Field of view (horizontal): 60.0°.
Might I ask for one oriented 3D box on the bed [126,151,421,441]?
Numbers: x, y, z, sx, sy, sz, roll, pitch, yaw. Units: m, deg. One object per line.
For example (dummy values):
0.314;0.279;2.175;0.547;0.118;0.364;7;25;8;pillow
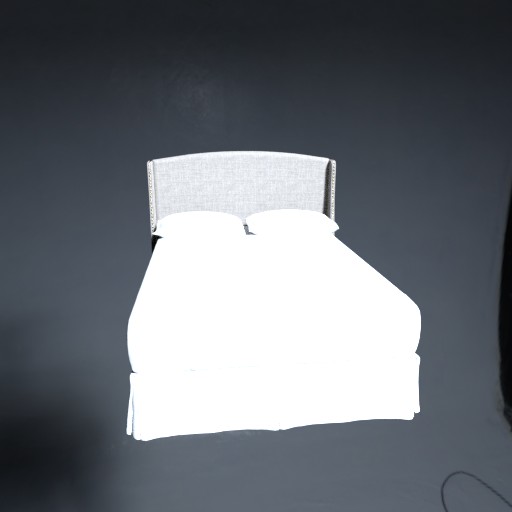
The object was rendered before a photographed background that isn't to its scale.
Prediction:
0.000;0.000;3.293;1.710;1.407;2.237;-2;16;-7;bed
